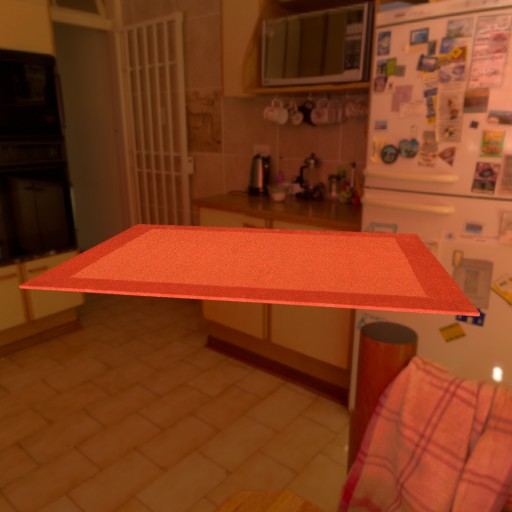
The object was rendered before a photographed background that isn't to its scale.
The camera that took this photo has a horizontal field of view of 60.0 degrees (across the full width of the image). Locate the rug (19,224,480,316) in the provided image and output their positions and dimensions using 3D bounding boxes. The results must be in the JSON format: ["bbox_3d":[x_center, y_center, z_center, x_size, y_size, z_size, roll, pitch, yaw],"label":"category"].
[{"bbox_3d":[0.000,0.000,2.307,1.829,0.014,1.219,3,17,9],"label":"rug"}]
